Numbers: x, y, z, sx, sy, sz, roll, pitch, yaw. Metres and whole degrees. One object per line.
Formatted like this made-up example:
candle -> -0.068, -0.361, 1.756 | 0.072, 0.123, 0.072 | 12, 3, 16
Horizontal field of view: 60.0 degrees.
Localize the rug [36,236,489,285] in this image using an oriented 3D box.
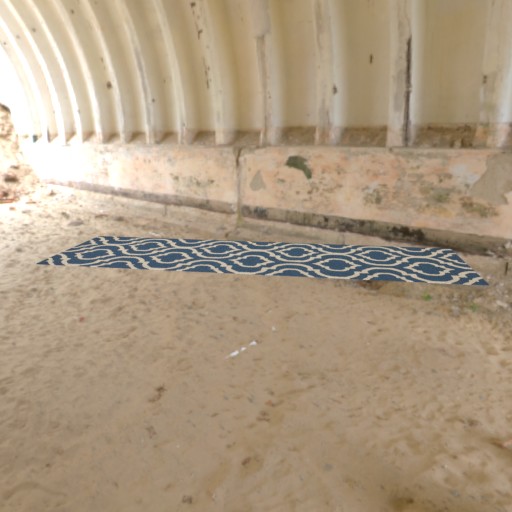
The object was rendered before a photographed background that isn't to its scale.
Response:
rug -> 0.000, 0.000, 2.552 | 2.296, 0.006, 0.685 | 2, 15, 9
